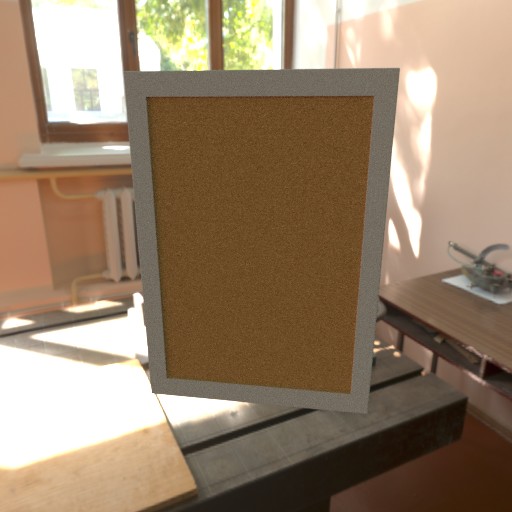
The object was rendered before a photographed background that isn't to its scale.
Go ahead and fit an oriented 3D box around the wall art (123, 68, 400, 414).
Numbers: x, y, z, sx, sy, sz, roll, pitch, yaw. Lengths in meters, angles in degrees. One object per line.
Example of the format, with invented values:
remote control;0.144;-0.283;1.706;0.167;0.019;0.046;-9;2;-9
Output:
wall art;0.000;0.000;0.681;0.374;0.529;0.012;3;18;8
